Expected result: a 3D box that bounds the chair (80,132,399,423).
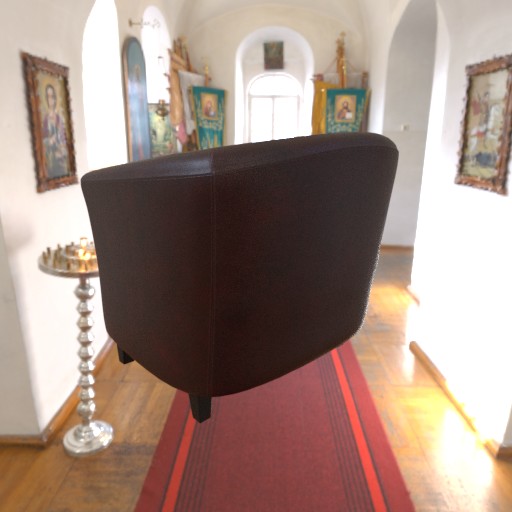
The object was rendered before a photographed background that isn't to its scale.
[{"bbox_3d":[0.000,0.000,1.386,0.792,0.756,0.727,-15,22,-41],"label":"chair"}]
